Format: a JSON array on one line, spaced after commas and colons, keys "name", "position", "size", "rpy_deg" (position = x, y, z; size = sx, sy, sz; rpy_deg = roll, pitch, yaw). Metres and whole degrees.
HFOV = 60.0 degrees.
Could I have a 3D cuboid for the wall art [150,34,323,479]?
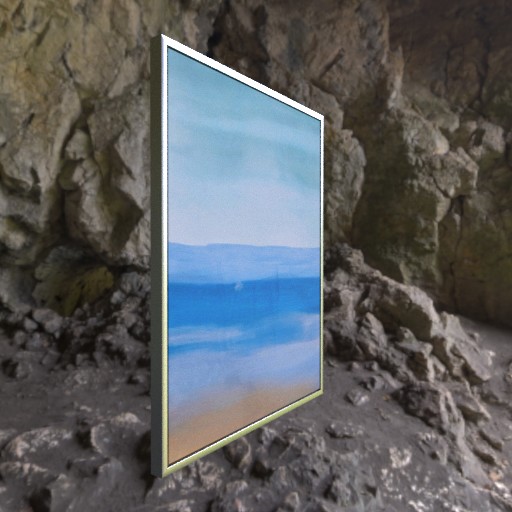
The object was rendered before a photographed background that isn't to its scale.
[{"name": "wall art", "position": [0.000, 0.000, 1.390], "size": [0.041, 1.062, 0.803], "rpy_deg": [0, 1, 37]}]
